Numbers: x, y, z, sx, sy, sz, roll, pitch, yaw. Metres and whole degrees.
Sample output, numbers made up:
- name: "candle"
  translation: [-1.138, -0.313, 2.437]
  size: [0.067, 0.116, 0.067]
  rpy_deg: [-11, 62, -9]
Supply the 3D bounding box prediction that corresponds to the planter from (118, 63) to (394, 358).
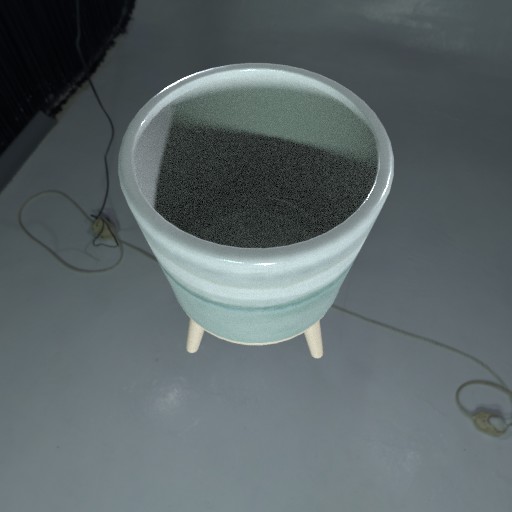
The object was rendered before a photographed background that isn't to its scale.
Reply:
- name: "planter"
  translation: [0.000, 0.000, 0.598]
  size: [0.265, 0.404, 0.265]
  rpy_deg: [13, 59, 8]
